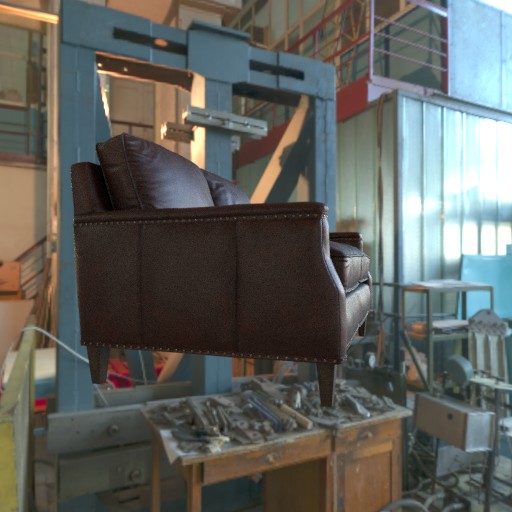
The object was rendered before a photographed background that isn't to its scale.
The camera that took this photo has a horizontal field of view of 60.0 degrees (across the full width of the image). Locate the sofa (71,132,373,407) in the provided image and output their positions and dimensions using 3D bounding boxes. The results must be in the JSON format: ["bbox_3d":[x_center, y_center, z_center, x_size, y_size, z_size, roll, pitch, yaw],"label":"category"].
[{"bbox_3d":[0.000,0.000,2.286,1.083,1.003,1.628,0,-1,18],"label":"sofa"}]
